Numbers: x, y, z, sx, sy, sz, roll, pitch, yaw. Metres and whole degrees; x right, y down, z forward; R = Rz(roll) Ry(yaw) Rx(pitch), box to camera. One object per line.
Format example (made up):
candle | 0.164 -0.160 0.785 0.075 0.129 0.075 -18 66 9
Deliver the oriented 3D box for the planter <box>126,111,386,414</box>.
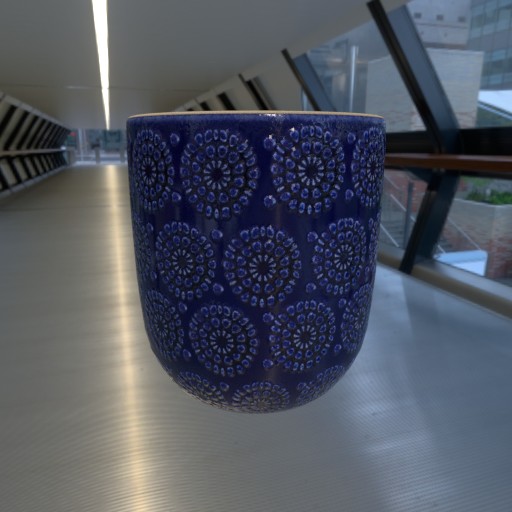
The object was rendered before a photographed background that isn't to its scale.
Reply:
planter | 0.000 0.000 0.347 0.184 0.206 0.184 0 15 0
